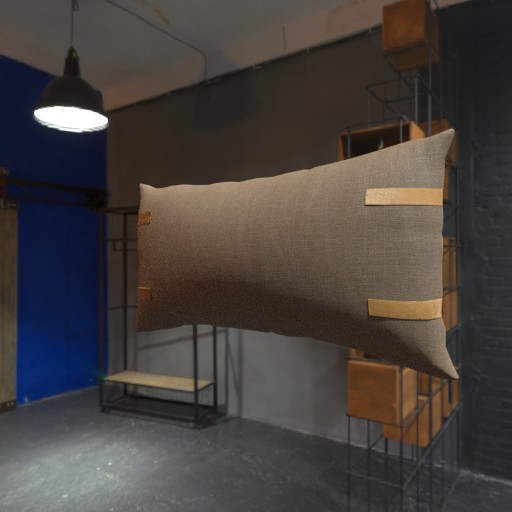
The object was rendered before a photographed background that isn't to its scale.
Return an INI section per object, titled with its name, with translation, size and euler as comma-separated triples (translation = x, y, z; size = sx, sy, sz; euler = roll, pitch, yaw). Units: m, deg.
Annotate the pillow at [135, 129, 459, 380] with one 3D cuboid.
[pillow]
translation = 0.000, 0.000, 0.721
size = 0.612, 0.308, 0.148
euler = 0, -1, 37
